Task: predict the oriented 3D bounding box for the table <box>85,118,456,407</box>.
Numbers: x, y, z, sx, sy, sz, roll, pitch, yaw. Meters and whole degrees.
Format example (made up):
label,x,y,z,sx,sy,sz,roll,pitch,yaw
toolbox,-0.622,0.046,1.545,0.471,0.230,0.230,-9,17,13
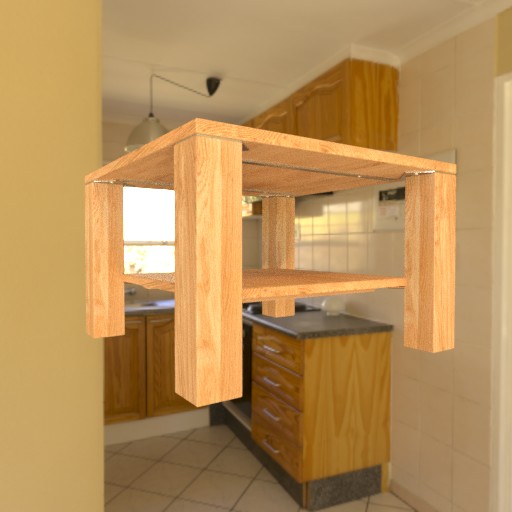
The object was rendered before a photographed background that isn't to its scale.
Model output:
label,x,y,z,sx,sy,sz,roll,pitch,yaw
table,0.000,0.000,1.172,0.700,0.450,0.700,-1,2,-34
